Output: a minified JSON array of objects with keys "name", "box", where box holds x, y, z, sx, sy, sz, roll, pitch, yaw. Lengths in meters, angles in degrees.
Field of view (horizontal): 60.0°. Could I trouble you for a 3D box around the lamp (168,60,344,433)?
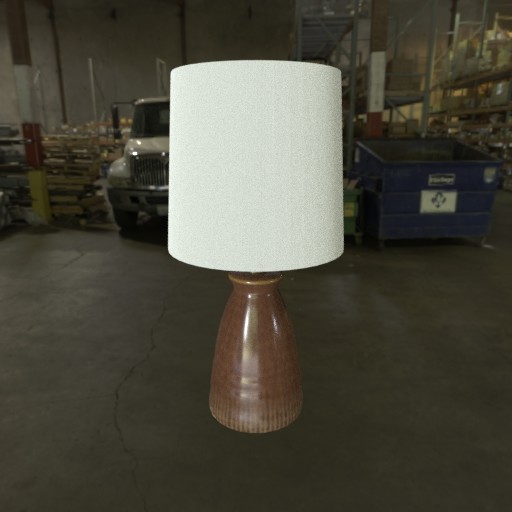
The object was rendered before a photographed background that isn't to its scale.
[{"name":"lamp","box":[0.000,0.000,0.482,0.186,0.369,0.186,0,15,0]}]
